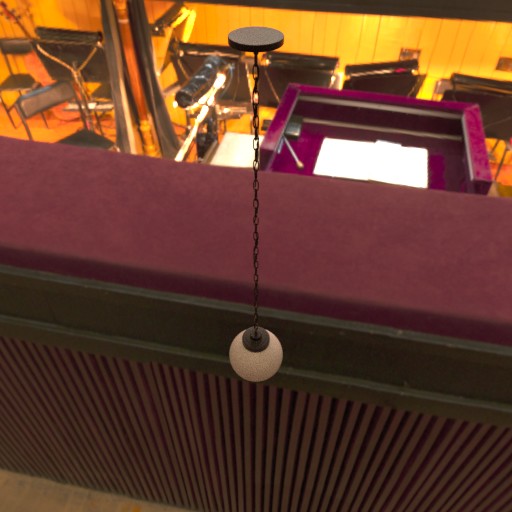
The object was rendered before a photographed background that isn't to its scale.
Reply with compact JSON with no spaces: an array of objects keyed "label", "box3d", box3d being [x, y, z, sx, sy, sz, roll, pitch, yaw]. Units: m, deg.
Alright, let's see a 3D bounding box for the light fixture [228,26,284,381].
[{"label":"light fixture","box3d":[0.000,0.000,1.996,0.304,1.867,0.305,8,45,9]}]
